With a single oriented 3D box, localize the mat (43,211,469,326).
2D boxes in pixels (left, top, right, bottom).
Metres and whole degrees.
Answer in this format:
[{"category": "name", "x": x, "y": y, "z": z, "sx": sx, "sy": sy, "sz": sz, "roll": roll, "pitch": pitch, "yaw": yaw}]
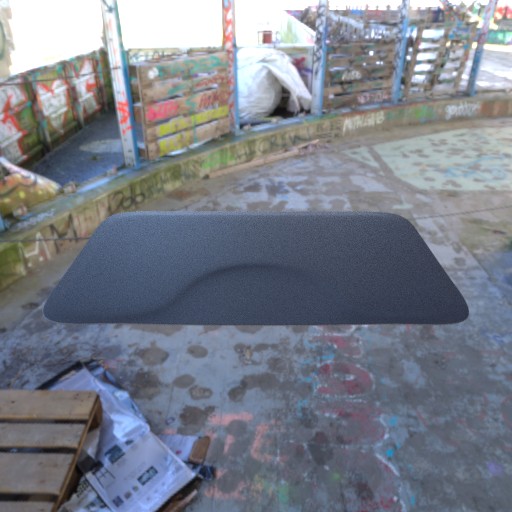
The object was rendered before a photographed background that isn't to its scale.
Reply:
[{"category": "mat", "x": 0.000, "y": 0.000, "z": 1.882, "sx": 1.524, "sy": 0.013, "sz": 0.918, "roll": 0, "pitch": 30, "yaw": 0}]
